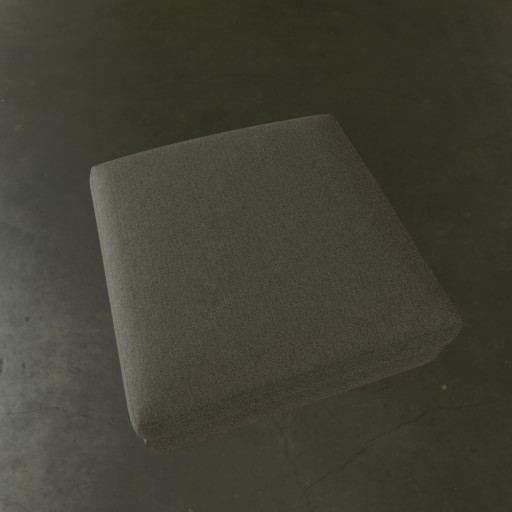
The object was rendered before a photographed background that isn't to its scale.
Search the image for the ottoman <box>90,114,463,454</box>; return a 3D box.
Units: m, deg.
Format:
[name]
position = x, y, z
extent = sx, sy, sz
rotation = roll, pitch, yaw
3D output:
[ottoman]
position = 0.000, 0.000, 1.616
extent = 1.041, 0.470, 1.041
rotation = -15, 59, -9
